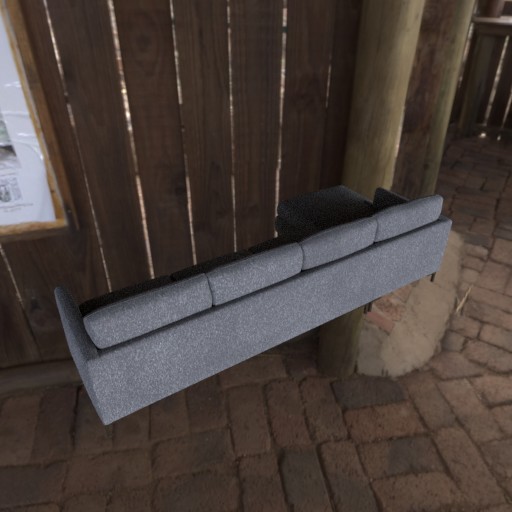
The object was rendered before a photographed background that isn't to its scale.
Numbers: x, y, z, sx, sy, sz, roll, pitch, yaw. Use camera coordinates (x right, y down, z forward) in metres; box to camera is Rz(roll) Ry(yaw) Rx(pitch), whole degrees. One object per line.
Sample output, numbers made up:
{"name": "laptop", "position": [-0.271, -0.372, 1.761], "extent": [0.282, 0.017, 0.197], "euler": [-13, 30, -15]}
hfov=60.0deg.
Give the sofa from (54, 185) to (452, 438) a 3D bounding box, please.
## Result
{"name": "sofa", "position": [0.000, 0.000, 3.452], "extent": [2.932, 0.810, 1.350], "euler": [-19, 37, -27]}
